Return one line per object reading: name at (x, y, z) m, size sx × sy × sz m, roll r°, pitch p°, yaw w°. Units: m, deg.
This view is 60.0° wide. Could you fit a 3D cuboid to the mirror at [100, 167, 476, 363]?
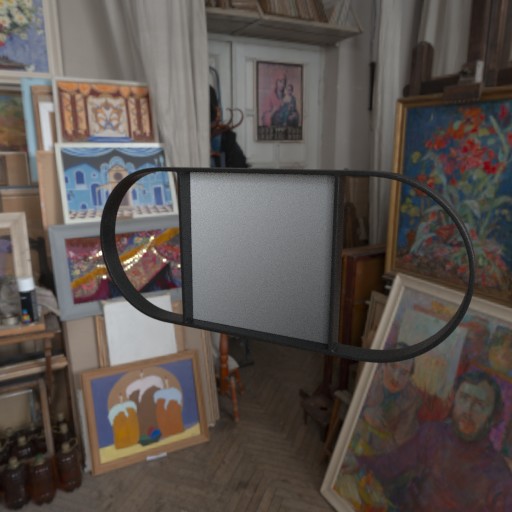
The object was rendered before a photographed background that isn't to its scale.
mirror at (0.000, 0.000, 0.656) m, size 0.584 × 0.254 × 0.032 m, roll 6°, pitch 15°, yaw 25°
